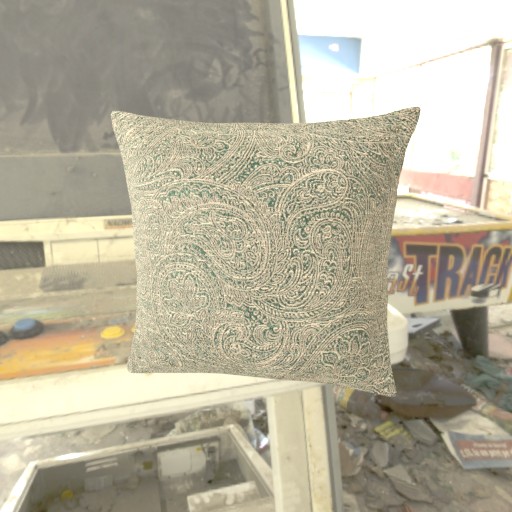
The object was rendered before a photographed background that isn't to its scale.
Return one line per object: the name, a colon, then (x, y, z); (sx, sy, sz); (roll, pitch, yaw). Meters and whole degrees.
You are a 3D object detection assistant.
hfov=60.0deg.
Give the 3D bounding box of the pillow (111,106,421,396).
pillow: (0.000, 0.000, 0.799); (0.526, 0.507, 0.166); (2, 15, 9)
